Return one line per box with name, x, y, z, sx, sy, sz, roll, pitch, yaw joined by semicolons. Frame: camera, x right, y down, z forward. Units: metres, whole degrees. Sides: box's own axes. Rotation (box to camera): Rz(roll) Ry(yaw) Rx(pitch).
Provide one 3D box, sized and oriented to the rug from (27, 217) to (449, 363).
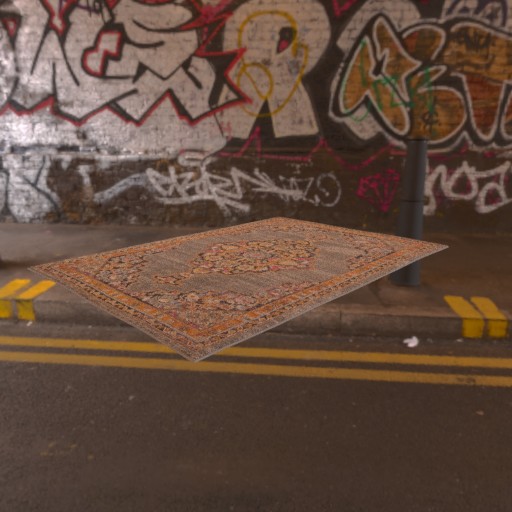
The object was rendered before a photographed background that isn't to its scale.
rug;0.000;0.000;3.676;2.043;0.026;2.901;15;21;42
